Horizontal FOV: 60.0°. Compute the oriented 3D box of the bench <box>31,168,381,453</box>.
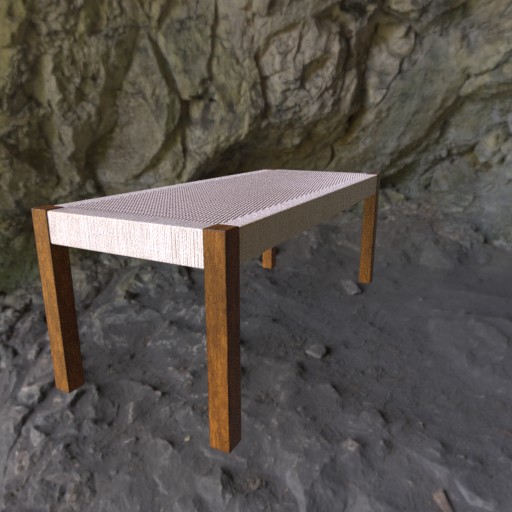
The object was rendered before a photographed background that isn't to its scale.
[{"bbox_3d":[0.000,0.000,1.448,0.507,0.457,1.198,8,18,26],"label":"bench"}]
